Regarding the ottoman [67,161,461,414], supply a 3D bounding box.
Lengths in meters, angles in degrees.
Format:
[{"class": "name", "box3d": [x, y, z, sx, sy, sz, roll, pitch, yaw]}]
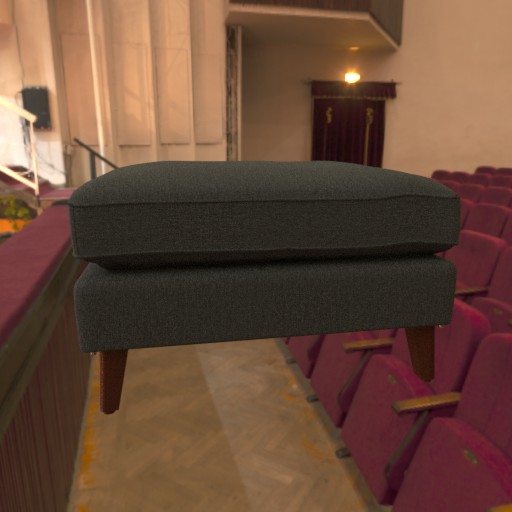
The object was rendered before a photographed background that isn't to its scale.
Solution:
[{"class": "ottoman", "box3d": [0.000, 0.000, 1.213, 0.835, 0.503, 0.629, -3, 14, -10]}]
